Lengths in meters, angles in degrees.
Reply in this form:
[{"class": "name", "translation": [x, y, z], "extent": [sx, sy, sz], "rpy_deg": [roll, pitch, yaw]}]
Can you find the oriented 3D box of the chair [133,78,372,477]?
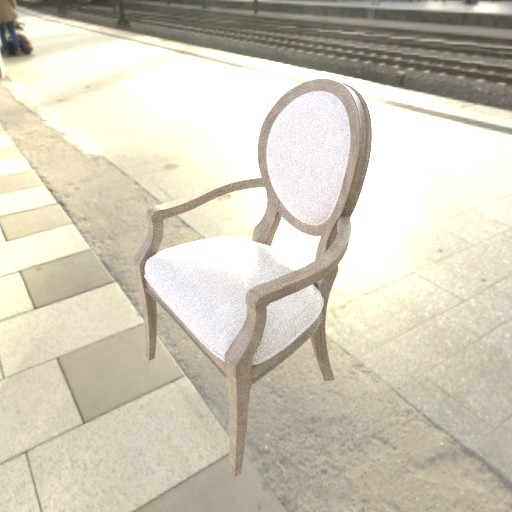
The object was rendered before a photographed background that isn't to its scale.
[{"class": "chair", "translation": [0.000, 0.000, 1.388], "extent": [0.602, 0.991, 0.611], "rpy_deg": [-21, 37, -30]}]
